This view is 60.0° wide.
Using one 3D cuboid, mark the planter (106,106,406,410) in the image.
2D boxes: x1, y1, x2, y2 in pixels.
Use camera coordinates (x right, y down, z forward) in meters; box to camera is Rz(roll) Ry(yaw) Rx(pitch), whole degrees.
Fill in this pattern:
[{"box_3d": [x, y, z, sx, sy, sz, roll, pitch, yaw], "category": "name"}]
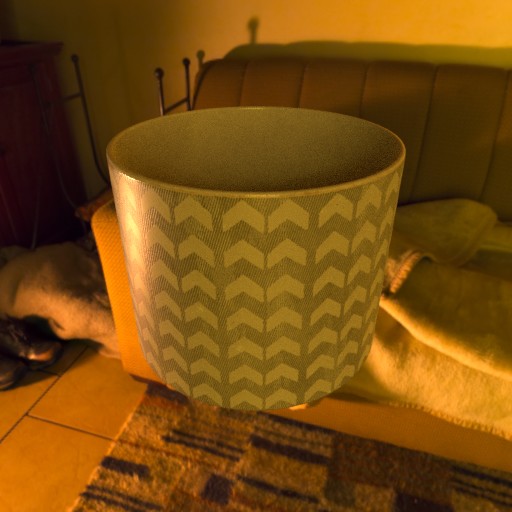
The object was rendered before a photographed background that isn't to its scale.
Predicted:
[{"box_3d": [0.000, 0.000, 0.445, 0.250, 0.239, 0.250, 0, 31, 0], "category": "planter"}]
